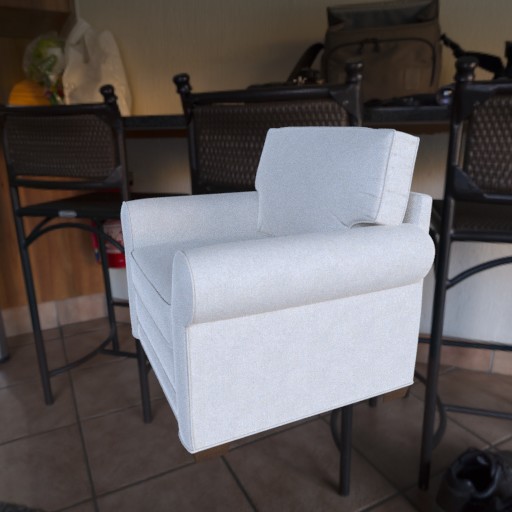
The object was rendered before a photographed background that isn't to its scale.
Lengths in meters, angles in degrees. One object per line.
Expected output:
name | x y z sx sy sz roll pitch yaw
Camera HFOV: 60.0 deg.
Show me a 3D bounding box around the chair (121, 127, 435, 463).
chair | 0.000 0.000 1.705 0.863 0.955 1.040 -7 18 -24
